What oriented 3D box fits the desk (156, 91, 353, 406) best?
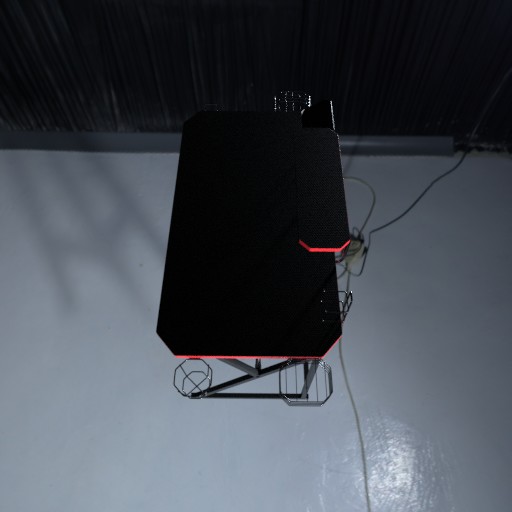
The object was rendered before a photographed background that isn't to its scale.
[{"bbox_3d":[0.000,0.000,1.797,0.588,0.913,1.280,0,59,0],"label":"desk"}]
